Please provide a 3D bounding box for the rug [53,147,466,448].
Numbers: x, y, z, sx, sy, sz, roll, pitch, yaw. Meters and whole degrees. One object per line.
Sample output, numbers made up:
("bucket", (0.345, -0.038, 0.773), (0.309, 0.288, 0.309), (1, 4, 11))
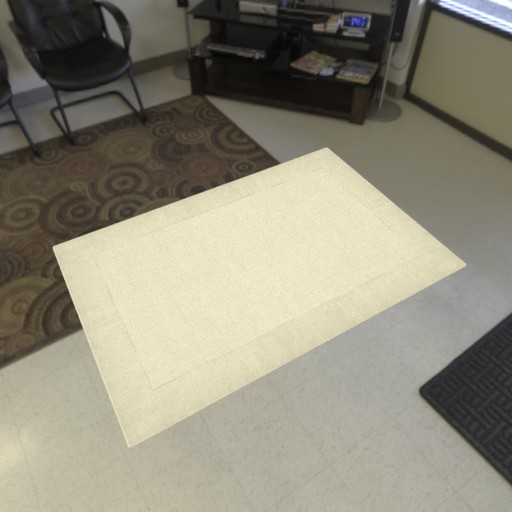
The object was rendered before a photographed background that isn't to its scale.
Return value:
("rug", (0.000, 0.000, 2.344), (1.829, 0.013, 1.219), (-24, 52, -20))
